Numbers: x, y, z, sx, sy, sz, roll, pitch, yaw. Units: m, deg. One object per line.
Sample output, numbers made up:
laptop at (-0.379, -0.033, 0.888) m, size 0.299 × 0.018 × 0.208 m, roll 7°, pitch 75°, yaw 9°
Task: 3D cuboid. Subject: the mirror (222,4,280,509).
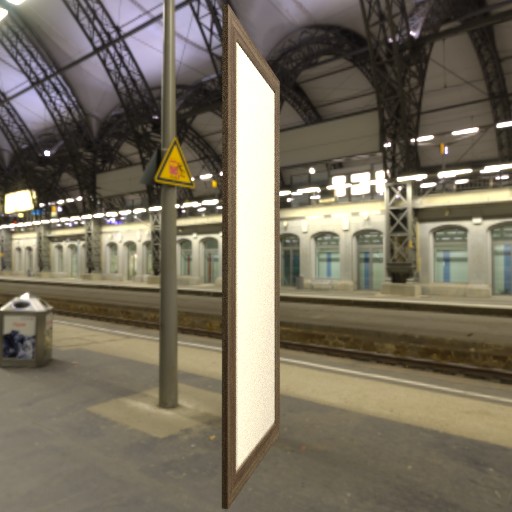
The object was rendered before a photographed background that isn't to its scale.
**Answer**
mirror at (0.000, 0.000, 2.172) m, size 0.025 × 2.032 × 0.812 m, roll 0°, pitch -1°, yaw 18°
